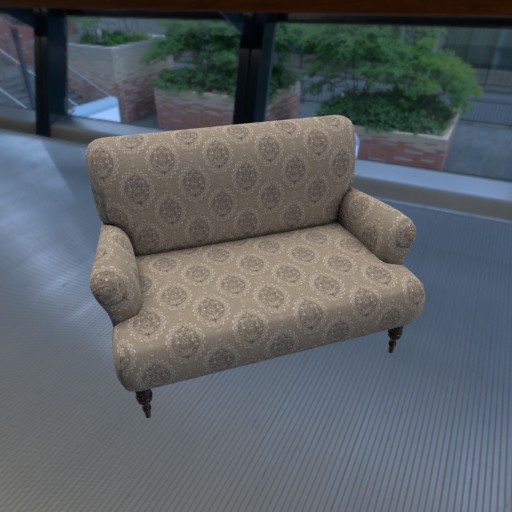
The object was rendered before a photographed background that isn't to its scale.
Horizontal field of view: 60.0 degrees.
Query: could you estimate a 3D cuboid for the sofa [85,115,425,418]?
[{"bbox_3d":[0.000,0.000,1.857,1.297,0.889,0.779,-10,34,-16],"label":"sofa"}]
